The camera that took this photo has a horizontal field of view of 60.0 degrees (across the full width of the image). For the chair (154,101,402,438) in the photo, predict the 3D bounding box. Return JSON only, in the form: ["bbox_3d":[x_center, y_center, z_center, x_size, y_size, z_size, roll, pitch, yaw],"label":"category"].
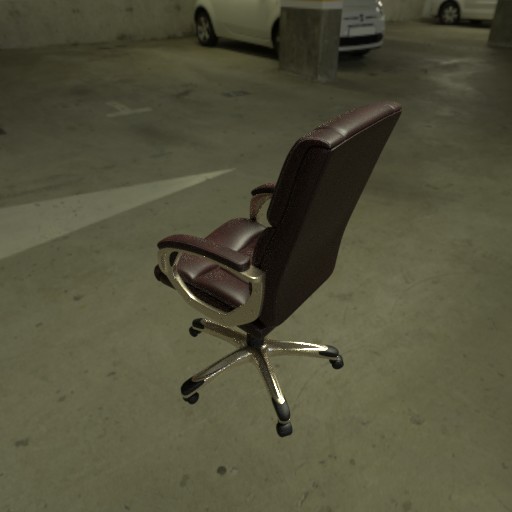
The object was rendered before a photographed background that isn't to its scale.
[{"bbox_3d":[0.000,0.000,1.589,0.739,1.107,0.662,21,38,30],"label":"chair"}]
